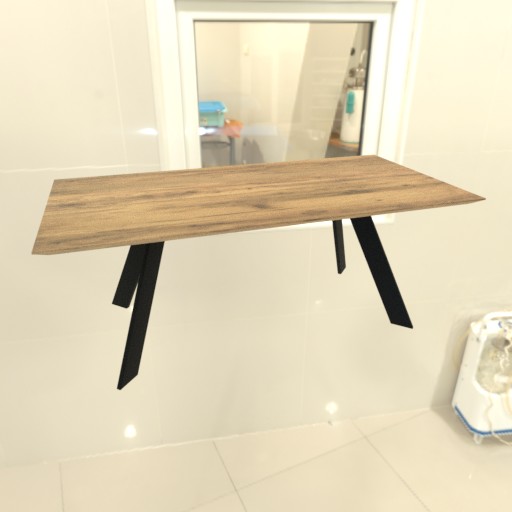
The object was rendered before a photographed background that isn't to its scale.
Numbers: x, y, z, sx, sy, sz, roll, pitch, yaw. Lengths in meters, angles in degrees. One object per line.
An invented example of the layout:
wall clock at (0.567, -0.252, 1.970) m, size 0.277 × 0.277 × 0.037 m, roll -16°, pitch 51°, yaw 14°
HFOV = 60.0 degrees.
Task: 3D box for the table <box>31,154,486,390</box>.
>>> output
table at (0.000, 0.000, 2.444) m, size 2.000 × 0.770 × 1.000 m, roll -8°, pitch 27°, yaw -16°
